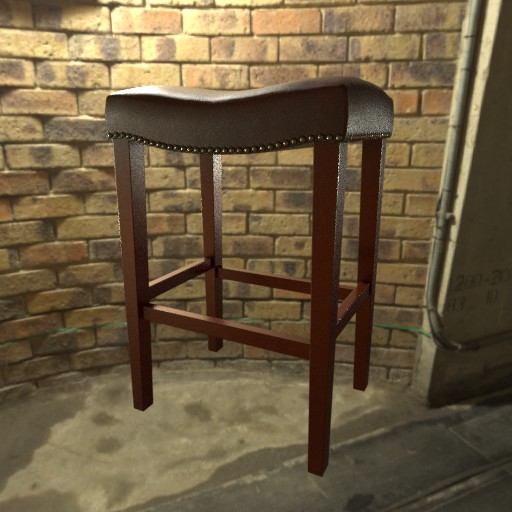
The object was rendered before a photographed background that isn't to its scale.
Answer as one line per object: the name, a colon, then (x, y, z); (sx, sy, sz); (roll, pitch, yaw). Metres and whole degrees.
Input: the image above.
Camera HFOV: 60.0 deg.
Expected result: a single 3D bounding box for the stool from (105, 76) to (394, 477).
stool: (0.000, 0.000, 1.018); (0.504, 0.742, 0.372); (8, 18, 26)
